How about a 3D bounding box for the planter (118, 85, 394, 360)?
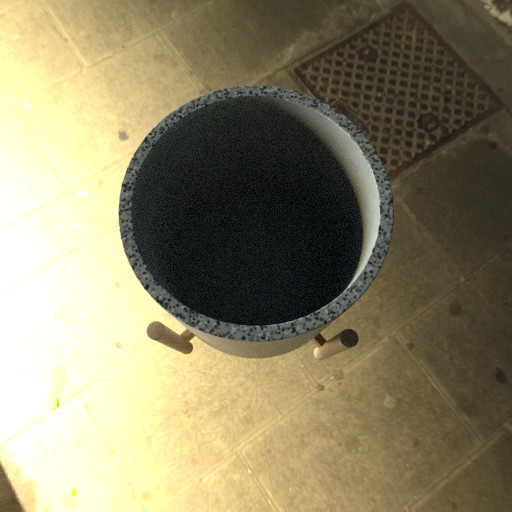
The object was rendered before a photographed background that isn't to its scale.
[{"bbox_3d":[0.000,0.000,0.689,0.360,0.419,0.360,-19,75,-6],"label":"planter"}]
